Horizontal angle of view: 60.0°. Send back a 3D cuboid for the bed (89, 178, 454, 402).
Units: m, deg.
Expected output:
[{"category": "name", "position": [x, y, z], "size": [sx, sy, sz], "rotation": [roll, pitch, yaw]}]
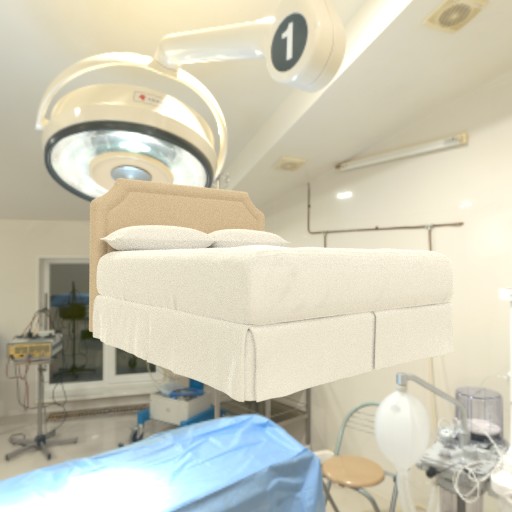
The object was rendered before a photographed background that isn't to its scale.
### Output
[{"category": "bed", "position": [0.000, 0.000, 3.846], "size": [2.134, 1.524, 2.548], "rotation": [0, 0, -38]}]
